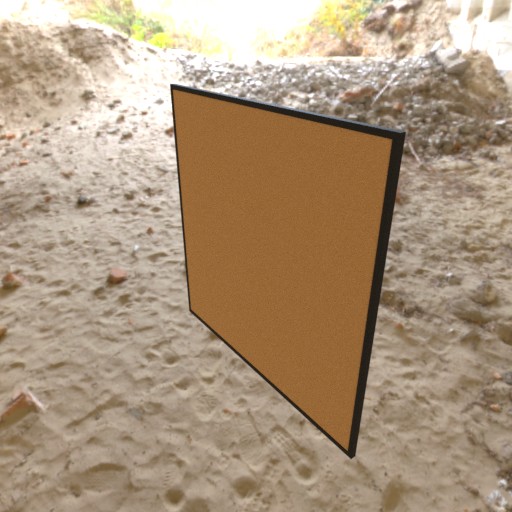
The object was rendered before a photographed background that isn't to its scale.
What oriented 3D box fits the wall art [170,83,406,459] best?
[{"bbox_3d":[0.000,0.000,0.994,0.015,0.663,0.664,-20,34,-32],"label":"wall art"}]
